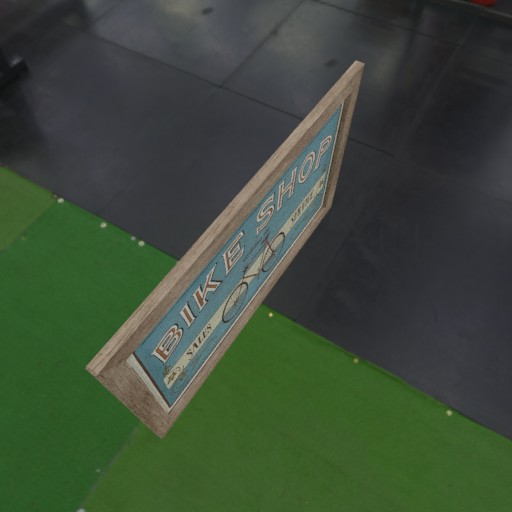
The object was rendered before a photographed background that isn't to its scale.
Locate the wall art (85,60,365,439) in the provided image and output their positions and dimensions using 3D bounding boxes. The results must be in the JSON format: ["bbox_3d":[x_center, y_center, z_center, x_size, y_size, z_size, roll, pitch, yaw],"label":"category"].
[{"bbox_3d":[0.000,0.000,0.952,0.021,0.480,0.780,30,63,17],"label":"wall art"}]
